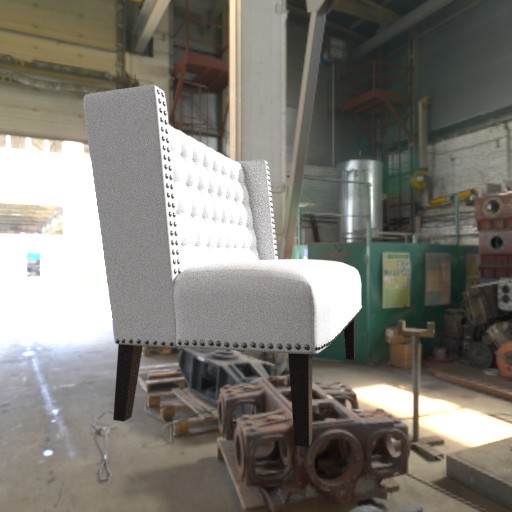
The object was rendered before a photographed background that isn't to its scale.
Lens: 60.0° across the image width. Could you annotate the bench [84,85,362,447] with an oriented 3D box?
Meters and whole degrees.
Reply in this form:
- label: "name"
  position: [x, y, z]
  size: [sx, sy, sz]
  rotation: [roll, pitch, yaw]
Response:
- label: "bench"
  position: [0.000, 0.000, 1.990]
  size: [0.847, 1.123, 1.280]
  rotation: [0, 0, 19]
